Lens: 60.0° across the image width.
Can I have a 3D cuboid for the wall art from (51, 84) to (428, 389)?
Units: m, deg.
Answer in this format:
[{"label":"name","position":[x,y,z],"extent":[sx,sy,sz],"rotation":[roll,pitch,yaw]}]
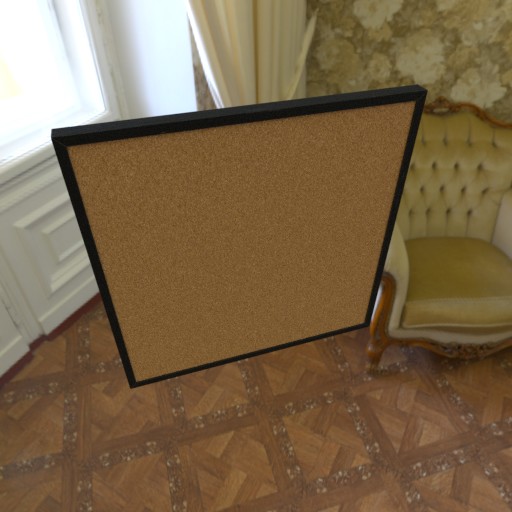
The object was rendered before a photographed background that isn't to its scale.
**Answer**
[{"label":"wall art","position":[0.000,0.000,1.116],"extent":[0.761,0.761,0.037],"rotation":[-12,41,-14]}]
